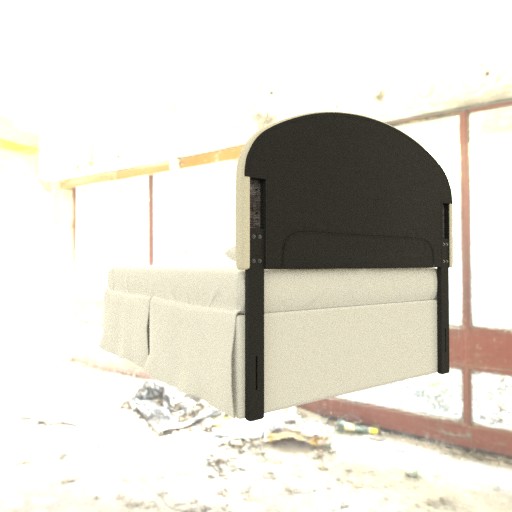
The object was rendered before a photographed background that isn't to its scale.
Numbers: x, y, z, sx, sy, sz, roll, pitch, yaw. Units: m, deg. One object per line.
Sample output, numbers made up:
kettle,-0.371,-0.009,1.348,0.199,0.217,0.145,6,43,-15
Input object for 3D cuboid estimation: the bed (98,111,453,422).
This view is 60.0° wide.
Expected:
bed,0.000,0.000,3.065,1.607,1.410,2.005,1,-1,-35
